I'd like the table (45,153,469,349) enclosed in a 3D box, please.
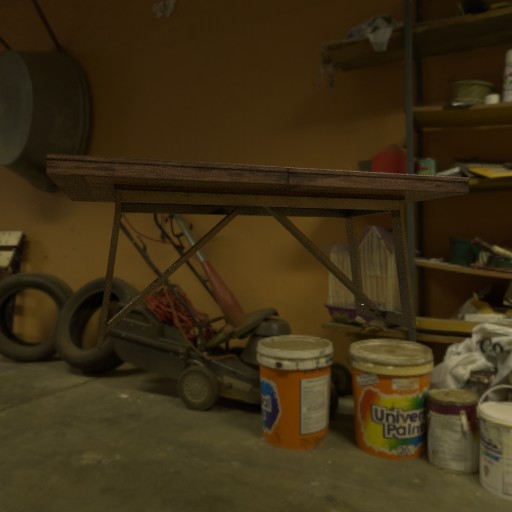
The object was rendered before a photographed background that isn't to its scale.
[{"bbox_3d":[0.000,0.000,2.316,1.867,0.757,0.931,0,1,-17],"label":"table"}]
